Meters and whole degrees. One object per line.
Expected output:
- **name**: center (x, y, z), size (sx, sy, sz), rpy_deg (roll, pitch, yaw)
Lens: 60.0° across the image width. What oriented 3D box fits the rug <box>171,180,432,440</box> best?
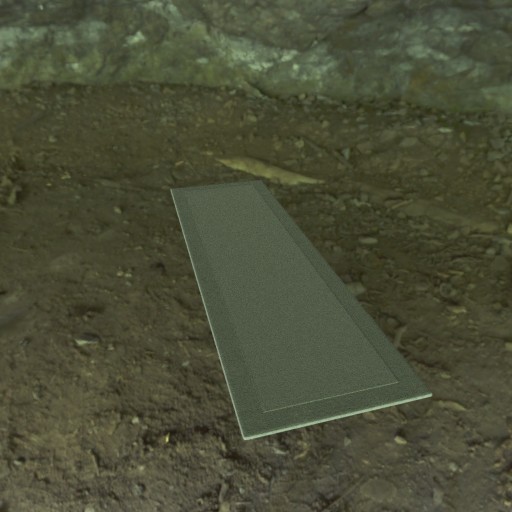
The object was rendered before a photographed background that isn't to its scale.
- **rug**: center (0.000, 0.000, 2.643), size (0.759, 0.012, 2.430), rpy_deg (-8, 31, -13)
